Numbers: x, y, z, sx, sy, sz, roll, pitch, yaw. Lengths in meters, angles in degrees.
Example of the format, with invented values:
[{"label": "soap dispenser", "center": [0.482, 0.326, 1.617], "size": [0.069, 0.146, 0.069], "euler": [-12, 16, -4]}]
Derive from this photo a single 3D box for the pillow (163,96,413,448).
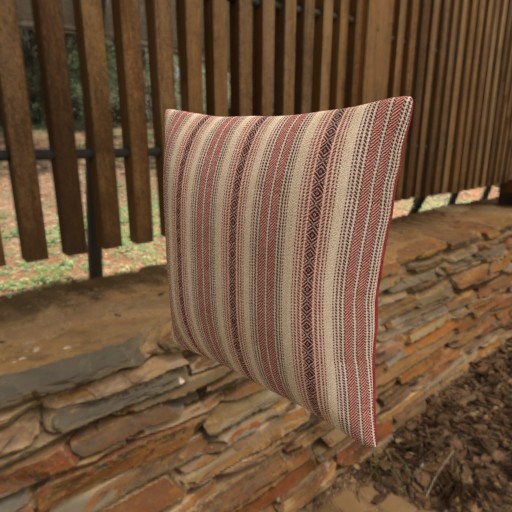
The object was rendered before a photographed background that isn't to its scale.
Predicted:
[{"label": "pillow", "center": [0.000, 0.000, 0.765], "size": [0.513, 0.497, 0.166], "euler": [15, 21, 42]}]
